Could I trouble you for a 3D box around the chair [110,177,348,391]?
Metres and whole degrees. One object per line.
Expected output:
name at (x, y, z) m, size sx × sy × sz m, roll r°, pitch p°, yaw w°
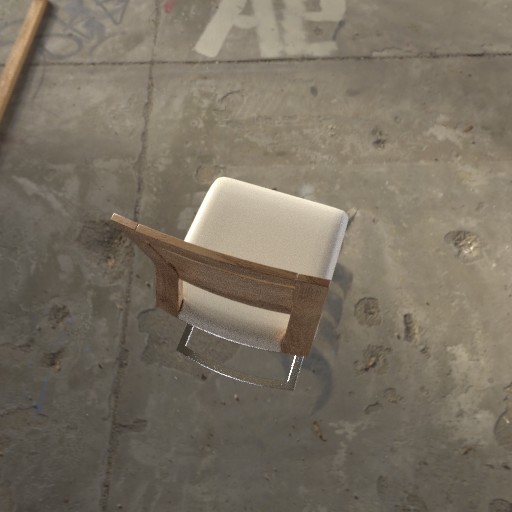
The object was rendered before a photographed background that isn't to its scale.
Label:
chair at (0.000, 0.000, 1.291) m, size 0.457 × 0.955 × 0.561 m, roll 17°, pitch 66°, yaw 8°
